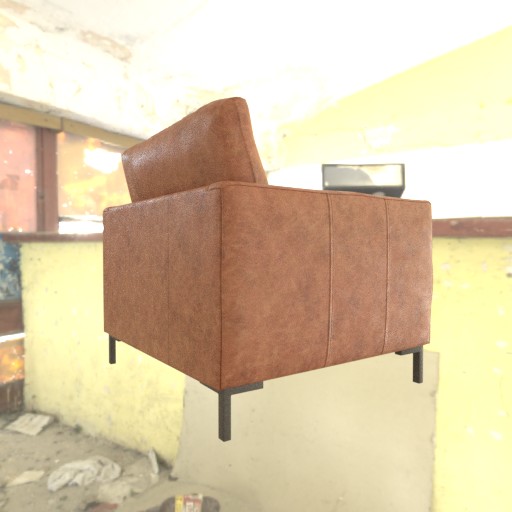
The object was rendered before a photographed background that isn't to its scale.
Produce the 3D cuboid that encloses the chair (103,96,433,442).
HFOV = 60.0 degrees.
[{"bbox_3d":[0.000,0.000,1.653,0.862,0.869,0.967,-1,2,-36],"label":"chair"}]
